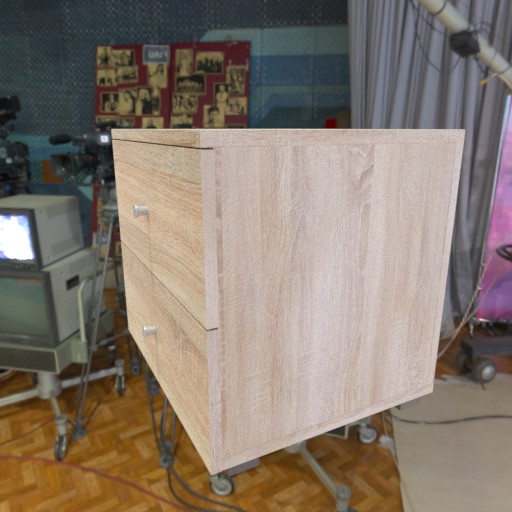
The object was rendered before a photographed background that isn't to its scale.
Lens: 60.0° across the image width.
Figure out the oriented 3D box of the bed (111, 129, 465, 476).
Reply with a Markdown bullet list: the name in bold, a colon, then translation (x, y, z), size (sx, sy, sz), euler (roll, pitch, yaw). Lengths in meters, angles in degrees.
- **bed**: translation (0.000, 0.000, 0.764), size (0.401, 0.420, 0.460), euler (-8, 18, -26)
